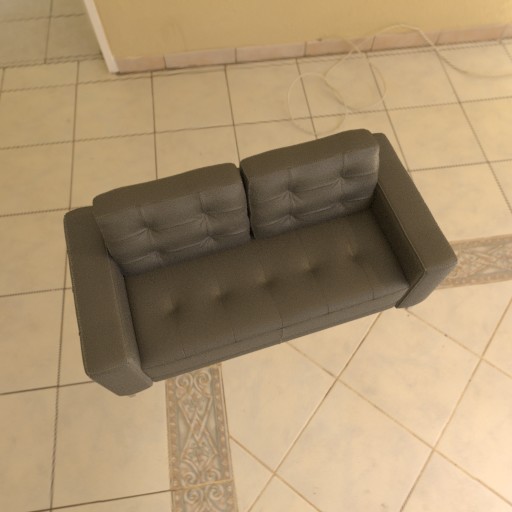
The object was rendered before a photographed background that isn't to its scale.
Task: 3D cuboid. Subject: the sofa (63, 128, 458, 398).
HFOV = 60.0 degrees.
[{"bbox_3d":[0.000,0.000,2.232,1.726,0.892,0.833,-16,64,-8],"label":"sofa"}]
